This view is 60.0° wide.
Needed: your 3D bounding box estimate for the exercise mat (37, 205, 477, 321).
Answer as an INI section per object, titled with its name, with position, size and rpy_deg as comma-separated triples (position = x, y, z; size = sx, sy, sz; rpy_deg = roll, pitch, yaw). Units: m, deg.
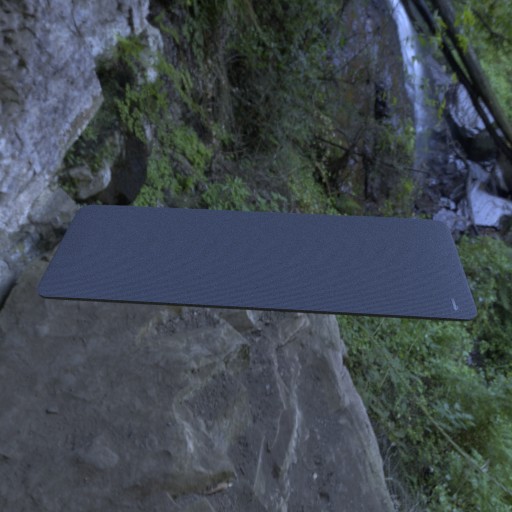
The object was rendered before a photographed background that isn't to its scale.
[exercise mat]
position = 0.000, 0.000, 2.063
size = 1.884, 0.021, 0.616
rpy_deg = 3, 46, 3
